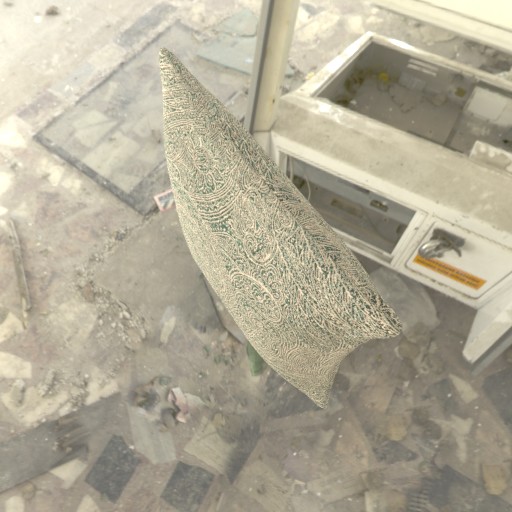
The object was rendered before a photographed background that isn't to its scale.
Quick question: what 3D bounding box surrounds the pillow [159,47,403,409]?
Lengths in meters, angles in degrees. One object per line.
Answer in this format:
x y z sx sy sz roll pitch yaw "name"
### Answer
0.000 0.000 0.779 0.166 0.507 0.526 -31 67 -15 "pillow"
